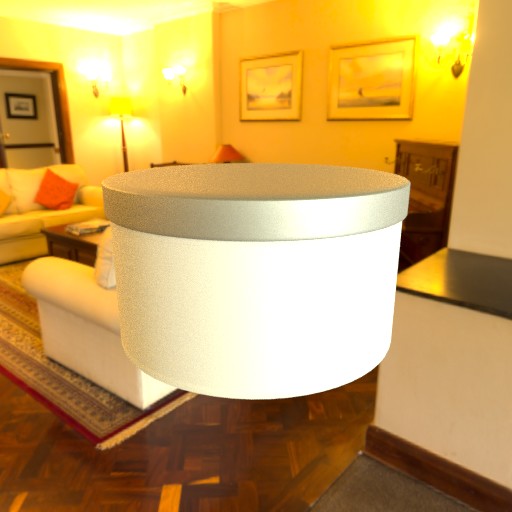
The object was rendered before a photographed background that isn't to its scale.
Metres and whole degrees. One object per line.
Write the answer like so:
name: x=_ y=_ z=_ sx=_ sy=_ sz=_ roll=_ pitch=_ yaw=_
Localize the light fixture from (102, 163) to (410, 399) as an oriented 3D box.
light fixture: x=0.000 y=0.000 z=0.626 sx=0.393 sy=0.229 sz=0.393 roll=0 pitch=16 yaw=0
